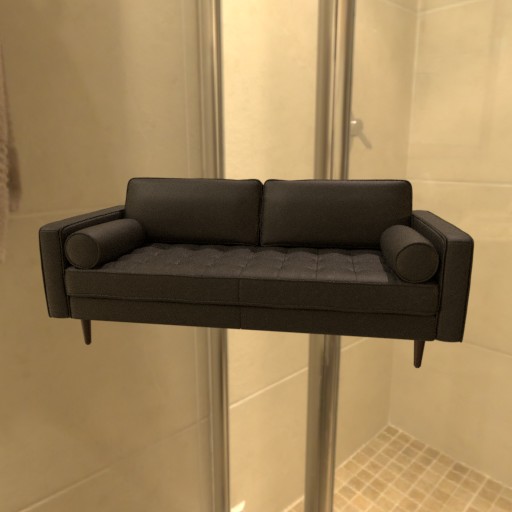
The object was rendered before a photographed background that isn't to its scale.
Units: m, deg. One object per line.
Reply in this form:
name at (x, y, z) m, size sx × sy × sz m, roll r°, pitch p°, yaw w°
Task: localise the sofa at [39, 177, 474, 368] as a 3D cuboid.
sofa at (0.000, 0.000, 2.300) m, size 1.879 × 0.770 × 0.921 m, roll 2°, pitch 13°, yaw 9°
